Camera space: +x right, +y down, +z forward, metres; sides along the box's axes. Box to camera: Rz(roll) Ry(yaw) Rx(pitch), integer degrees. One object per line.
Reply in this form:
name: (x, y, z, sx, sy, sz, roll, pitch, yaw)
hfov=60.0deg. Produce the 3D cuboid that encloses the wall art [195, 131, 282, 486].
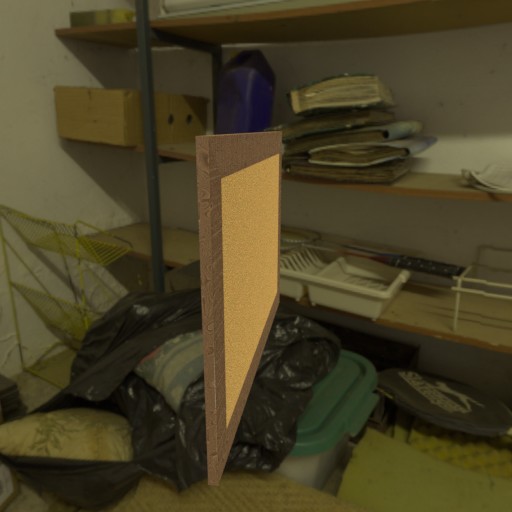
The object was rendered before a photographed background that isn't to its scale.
wall art: (0.000, 0.000, 1.170, 0.019, 0.626, 0.917, 3, 16, 10)
